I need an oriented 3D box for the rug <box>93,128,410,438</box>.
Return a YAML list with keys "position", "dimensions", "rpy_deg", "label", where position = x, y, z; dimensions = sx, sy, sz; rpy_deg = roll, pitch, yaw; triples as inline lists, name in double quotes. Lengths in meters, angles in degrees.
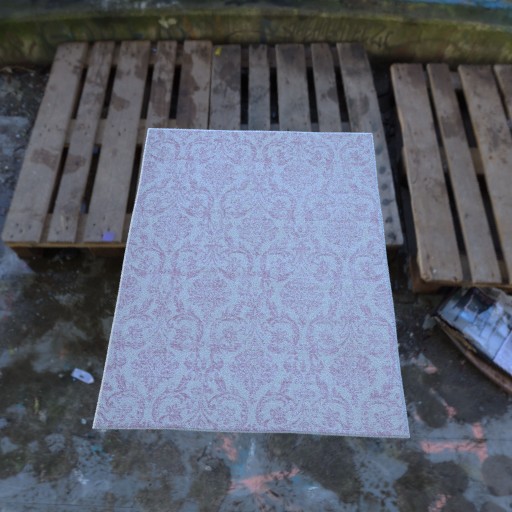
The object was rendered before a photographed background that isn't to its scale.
- position: [0.000, 0.000, 3.986]
  dimensions: [2.363, 0.012, 2.980]
  rpy_deg: [1, 62, 1]
  label: "rug"
